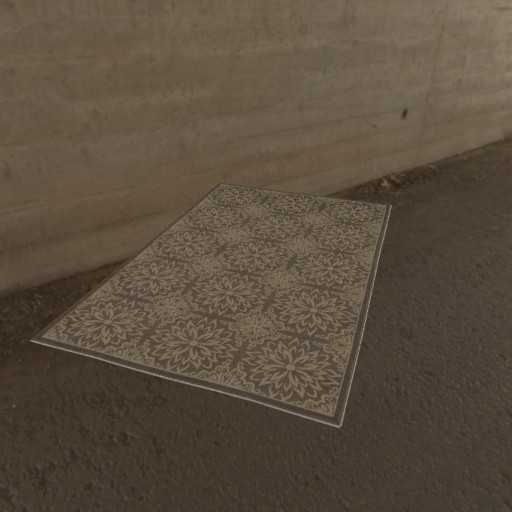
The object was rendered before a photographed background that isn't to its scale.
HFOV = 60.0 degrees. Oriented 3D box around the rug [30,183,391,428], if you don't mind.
[{"bbox_3d":[0.000,0.000,3.440,1.819,0.018,2.746,10,31,17],"label":"rug"}]
